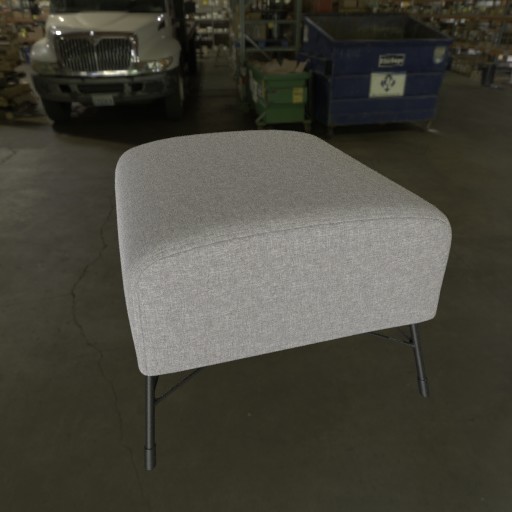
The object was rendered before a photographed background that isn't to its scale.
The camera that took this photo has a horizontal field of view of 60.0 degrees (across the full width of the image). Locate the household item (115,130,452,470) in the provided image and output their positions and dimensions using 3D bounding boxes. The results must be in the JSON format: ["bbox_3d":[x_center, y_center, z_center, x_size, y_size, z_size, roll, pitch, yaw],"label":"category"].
[{"bbox_3d":[0.000,0.000,0.889,0.530,0.410,0.530,-9,30,-15],"label":"household item"}]
